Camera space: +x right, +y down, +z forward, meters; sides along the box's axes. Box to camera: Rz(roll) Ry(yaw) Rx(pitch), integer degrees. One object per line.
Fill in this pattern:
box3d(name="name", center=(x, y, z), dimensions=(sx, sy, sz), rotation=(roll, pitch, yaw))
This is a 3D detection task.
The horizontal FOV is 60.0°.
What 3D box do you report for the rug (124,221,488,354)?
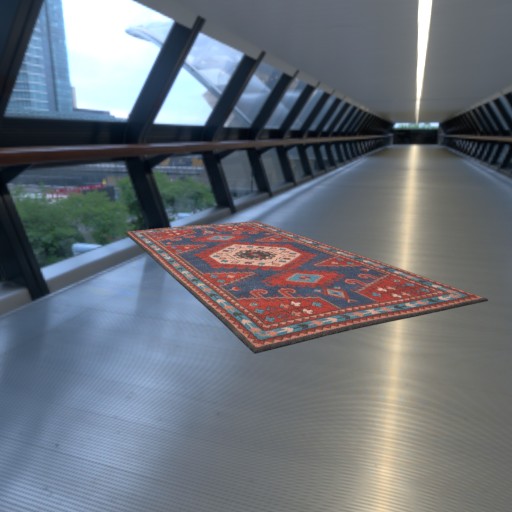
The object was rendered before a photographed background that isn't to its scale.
box3d(name="rug", center=(0.000, 0.000, 3.566), dimensions=(1.522, 0.034, 3.032), rotation=(-7, 16, -26))
